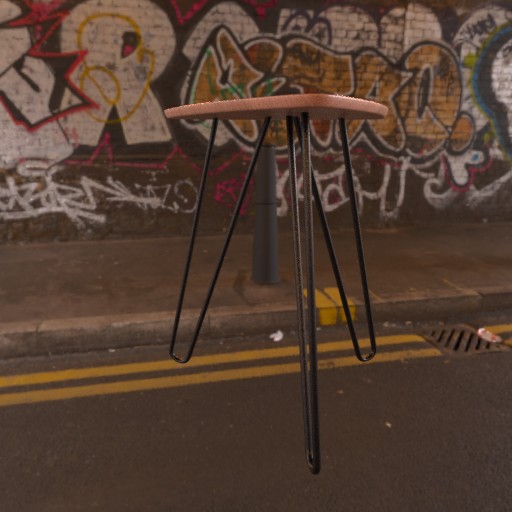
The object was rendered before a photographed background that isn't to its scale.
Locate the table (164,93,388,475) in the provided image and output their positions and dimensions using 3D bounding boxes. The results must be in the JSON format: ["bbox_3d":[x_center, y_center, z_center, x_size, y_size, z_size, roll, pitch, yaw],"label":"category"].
[{"bbox_3d":[0.000,0.000,0.888,0.455,0.564,0.442,7,16,25],"label":"table"}]
